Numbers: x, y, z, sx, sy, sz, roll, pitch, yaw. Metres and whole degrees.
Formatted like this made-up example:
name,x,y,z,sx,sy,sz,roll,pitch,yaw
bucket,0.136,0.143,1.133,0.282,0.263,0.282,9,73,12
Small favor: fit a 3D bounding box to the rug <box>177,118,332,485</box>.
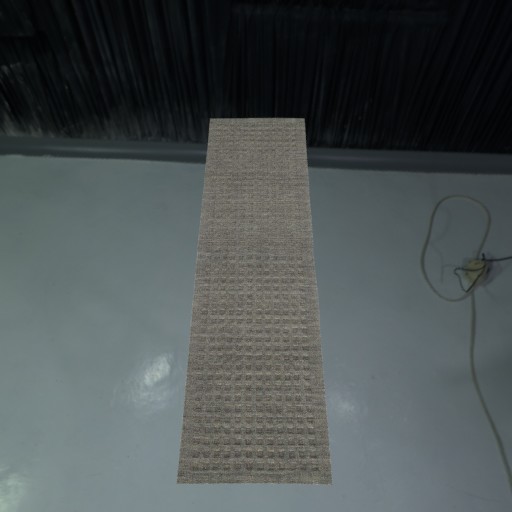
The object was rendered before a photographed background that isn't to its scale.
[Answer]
name,x,y,z,sx,sy,sz,roll,pitch,yaw
rug,0.000,0.000,2.656,0.706,0.009,2.443,0,57,0
